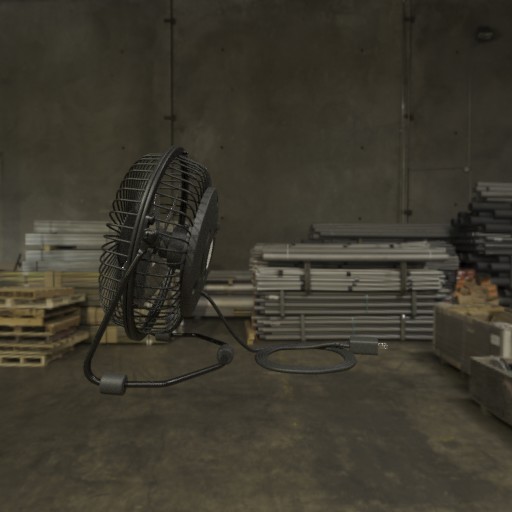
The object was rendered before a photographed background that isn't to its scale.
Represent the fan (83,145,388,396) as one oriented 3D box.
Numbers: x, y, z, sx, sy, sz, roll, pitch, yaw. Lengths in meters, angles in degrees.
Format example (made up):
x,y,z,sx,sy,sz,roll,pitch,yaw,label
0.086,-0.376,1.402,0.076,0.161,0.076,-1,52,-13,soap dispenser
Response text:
x,y,z,sx,sy,sz,roll,pitch,yaw,label
0.000,0.000,0.313,0.202,0.152,0.153,0,2,0,fan
